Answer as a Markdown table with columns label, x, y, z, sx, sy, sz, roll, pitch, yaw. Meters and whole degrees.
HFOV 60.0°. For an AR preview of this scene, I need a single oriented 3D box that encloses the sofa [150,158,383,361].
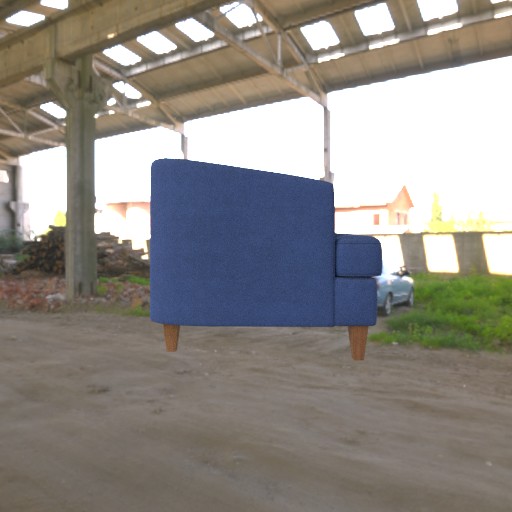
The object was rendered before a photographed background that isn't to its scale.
| label | x | y | z | sx | sy | sz | roll | pitch | yaw |
| --- | --- | --- | --- | --- | --- | --- | --- | --- | --- |
| sofa | 0.000 | 0.000 | 2.726 | 0.914 | 0.787 | 2.235 | 0 | 0 | -1 |
